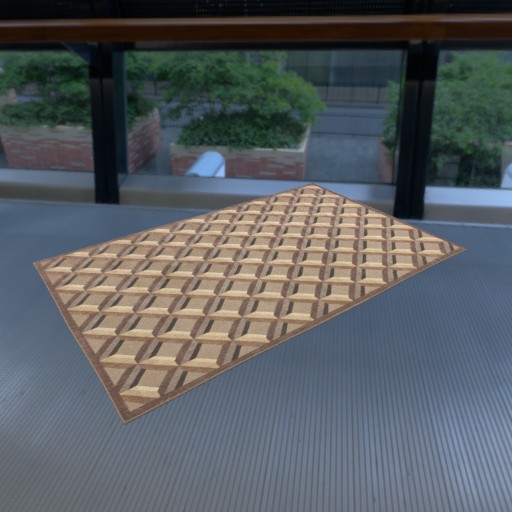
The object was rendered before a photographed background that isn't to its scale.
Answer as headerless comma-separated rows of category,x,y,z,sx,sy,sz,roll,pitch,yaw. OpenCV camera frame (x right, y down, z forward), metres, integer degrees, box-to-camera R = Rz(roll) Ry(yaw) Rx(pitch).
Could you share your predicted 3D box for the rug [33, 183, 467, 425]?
rug,0.000,0.000,2.014,1.677,0.011,1.066,-20,35,-31
